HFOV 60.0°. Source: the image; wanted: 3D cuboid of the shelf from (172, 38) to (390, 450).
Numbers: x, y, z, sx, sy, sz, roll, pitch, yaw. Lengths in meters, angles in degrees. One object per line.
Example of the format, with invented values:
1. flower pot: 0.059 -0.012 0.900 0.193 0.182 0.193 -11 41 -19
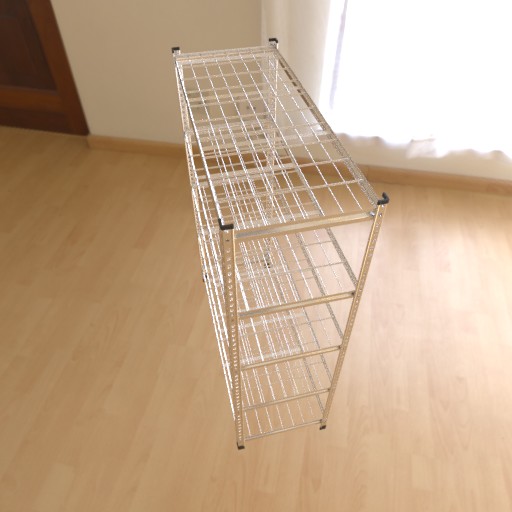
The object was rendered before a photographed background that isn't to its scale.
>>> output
1. shelf: 0.000 0.000 2.739 0.610 1.981 1.524 -10 47 -9
